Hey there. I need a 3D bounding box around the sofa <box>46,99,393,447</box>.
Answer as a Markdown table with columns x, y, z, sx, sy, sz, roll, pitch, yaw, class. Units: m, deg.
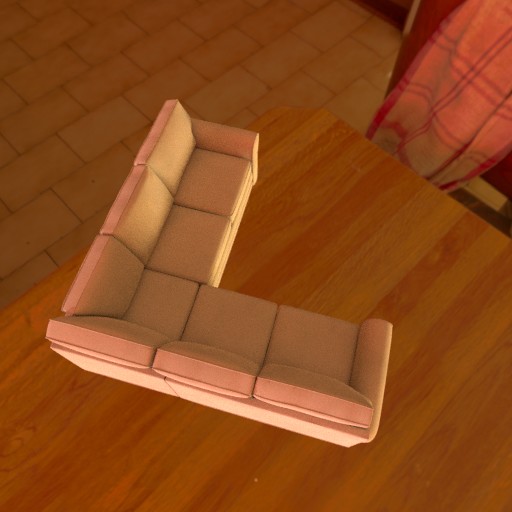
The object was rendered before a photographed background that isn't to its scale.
| x | y | z | sx | sy | sz | roll | pitch | yaw | class |
| --- | --- | --- | --- | --- | --- | --- | --- | --- | --- |
| 0.000 | 0.000 | 3.945 | 2.487 | 1.053 | 2.562 | 14 | 64 | 7 | sofa |
